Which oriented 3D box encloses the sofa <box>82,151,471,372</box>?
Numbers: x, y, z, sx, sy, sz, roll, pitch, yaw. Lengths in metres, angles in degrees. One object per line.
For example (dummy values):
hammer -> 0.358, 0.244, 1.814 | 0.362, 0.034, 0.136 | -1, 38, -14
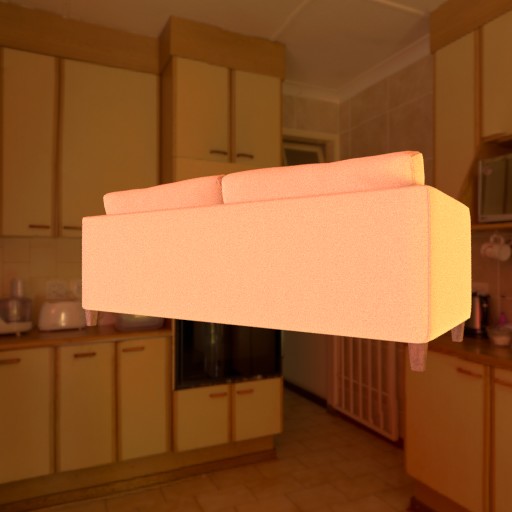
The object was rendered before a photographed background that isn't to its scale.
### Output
sofa -> 0.000, 0.000, 2.811 | 2.361, 0.968, 0.951 | 0, -1, 35
